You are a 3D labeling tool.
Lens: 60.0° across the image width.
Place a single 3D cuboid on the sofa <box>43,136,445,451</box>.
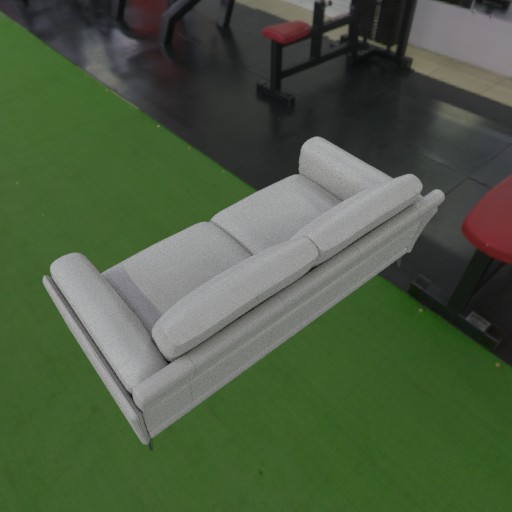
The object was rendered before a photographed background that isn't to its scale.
[{"bbox_3d":[0.000,0.000,2.600,2.101,0.930,1.049,-31,53,-26],"label":"sofa"}]
